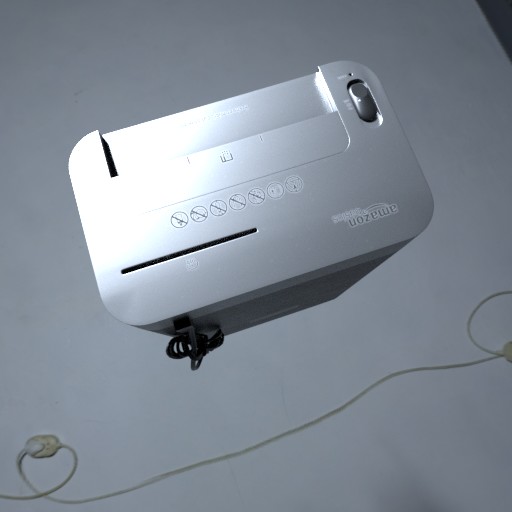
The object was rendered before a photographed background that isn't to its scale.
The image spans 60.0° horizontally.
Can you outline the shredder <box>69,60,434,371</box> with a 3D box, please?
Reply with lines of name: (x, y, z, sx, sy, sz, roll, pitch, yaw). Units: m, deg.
shredder: (0.000, 0.000, 0.604, 0.311, 0.419, 0.237, -18, 76, -4)
